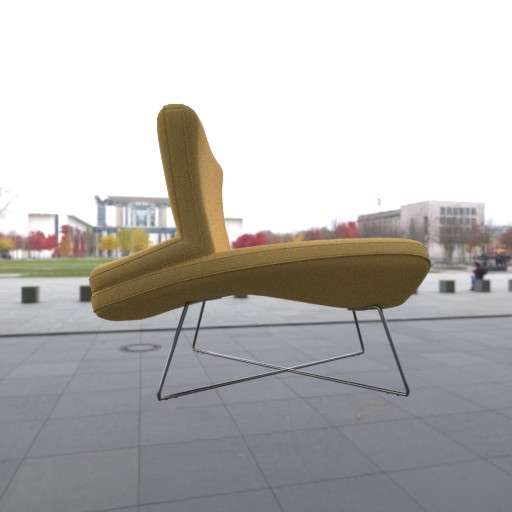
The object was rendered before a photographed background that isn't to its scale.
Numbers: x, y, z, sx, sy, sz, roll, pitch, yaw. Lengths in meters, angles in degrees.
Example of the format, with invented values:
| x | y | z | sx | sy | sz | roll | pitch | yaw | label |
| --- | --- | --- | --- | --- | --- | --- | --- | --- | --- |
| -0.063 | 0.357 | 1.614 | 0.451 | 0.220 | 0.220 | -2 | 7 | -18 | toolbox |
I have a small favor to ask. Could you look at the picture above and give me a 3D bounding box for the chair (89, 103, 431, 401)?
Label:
| x | y | z | sx | sy | sz | roll | pitch | yaw | label |
| --- | --- | --- | --- | --- | --- | --- | --- | --- | --- |
| 0.000 | 0.000 | 1.636 | 1.008 | 0.855 | 0.859 | 0 | 0 | 1 | chair |
